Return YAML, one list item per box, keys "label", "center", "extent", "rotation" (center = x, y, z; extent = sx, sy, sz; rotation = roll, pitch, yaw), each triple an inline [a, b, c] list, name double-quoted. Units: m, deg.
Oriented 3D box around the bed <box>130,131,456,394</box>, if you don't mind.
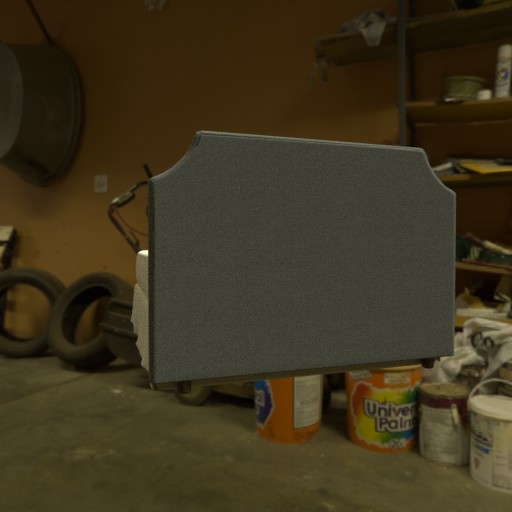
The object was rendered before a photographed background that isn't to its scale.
- label: "bed"
  center: [0.000, 0.000, 3.444]
  extent: [1.811, 1.296, 2.259]
  rotation: [0, 1, -18]
